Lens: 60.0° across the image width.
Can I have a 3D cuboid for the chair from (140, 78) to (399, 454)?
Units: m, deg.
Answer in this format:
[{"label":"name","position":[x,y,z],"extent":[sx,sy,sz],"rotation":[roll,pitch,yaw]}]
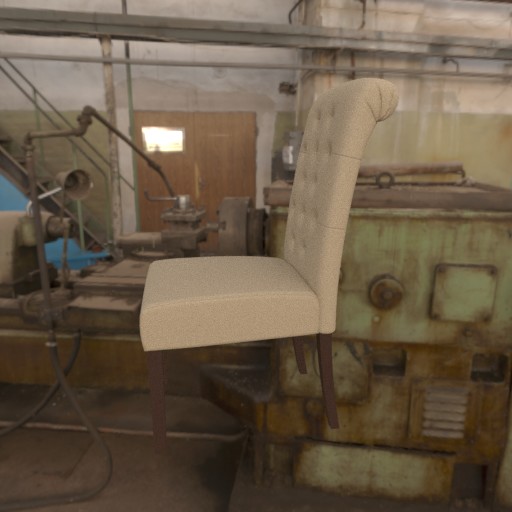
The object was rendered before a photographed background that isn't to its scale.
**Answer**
[{"label":"chair","position":[0.000,0.000,1.352],"extent":[0.671,1.006,0.456],"rotation":[-3,14,-10]}]
